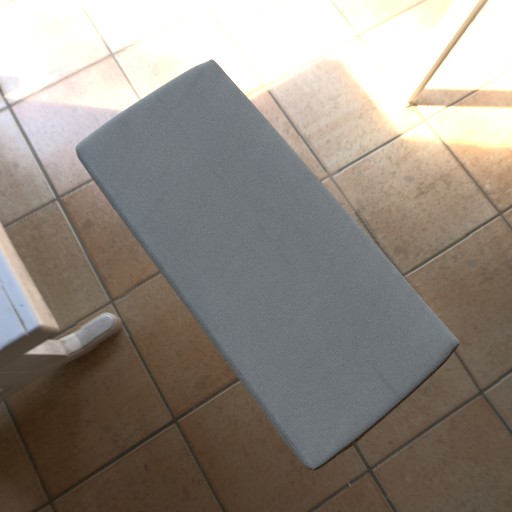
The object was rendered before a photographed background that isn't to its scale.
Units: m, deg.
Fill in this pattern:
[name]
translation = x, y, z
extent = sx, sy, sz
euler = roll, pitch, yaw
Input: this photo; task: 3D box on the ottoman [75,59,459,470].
[ottoman]
translation = 0.000, 0.000, 1.677
extent = 0.665, 0.457, 1.388
euler = -37, 79, -9
